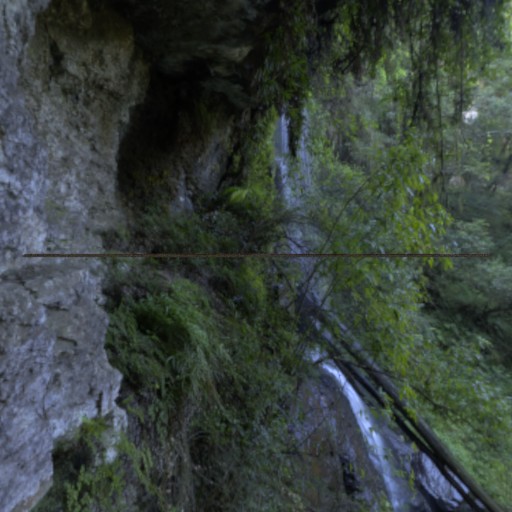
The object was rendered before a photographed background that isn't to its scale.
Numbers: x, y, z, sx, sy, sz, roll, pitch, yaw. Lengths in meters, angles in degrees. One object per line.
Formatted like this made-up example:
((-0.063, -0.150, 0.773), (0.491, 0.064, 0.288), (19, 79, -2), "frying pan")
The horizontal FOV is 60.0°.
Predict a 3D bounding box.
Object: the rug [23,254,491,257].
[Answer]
((0.000, 0.000, 4.106), (3.049, 0.021, 2.466), (0, 0, -1), "rug")
